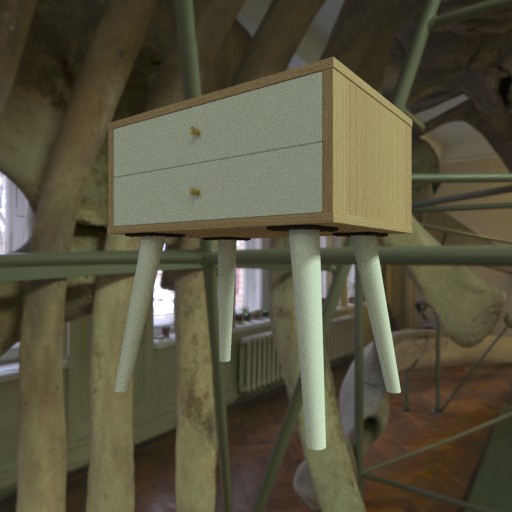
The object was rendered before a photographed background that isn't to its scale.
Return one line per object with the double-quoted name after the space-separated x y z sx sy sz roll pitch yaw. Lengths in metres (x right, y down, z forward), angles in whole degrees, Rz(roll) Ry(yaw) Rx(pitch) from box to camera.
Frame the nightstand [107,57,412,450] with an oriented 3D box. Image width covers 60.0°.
0.000 0.000 0.999 0.571 0.610 0.407 0 0 36 "nightstand"
